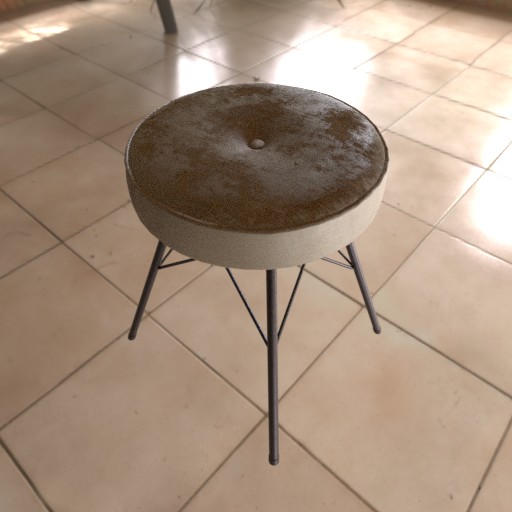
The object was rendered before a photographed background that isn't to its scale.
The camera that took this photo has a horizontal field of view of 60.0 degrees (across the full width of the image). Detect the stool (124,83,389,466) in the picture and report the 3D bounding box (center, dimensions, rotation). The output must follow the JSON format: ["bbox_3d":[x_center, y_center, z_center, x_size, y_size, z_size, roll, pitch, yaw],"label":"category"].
[{"bbox_3d":[0.000,0.000,0.873,0.457,0.538,0.423,32,54,27],"label":"stool"}]
